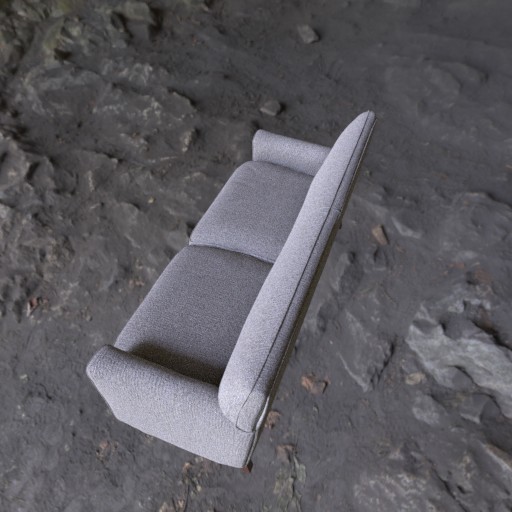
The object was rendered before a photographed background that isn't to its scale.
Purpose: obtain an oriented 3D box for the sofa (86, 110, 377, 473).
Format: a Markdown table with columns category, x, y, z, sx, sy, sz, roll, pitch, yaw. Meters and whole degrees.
| category | x | y | z | sx | sy | sz | roll | pitch | yaw |
| --- | --- | --- | --- | --- | --- | --- | --- | --- | --- |
| sofa | 0.000 | 0.000 | 2.491 | 0.854 | 0.942 | 2.026 | 15 | 48 | 14 |
